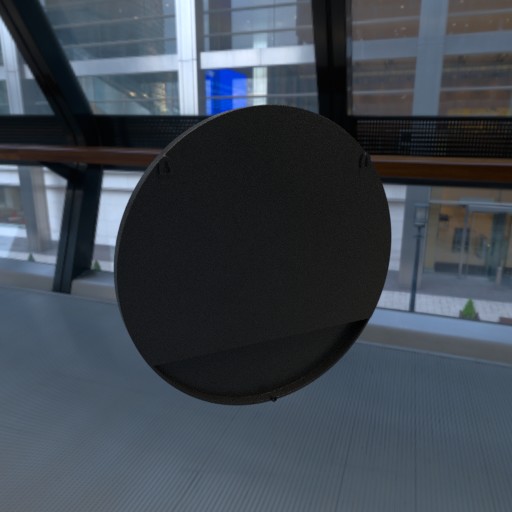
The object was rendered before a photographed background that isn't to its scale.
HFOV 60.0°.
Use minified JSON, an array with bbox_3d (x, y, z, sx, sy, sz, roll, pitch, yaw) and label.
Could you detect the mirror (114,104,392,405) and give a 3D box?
[{"bbox_3d":[0.000,0.000,0.717,0.457,0.457,0.133,-7,16,-26],"label":"mirror"}]
